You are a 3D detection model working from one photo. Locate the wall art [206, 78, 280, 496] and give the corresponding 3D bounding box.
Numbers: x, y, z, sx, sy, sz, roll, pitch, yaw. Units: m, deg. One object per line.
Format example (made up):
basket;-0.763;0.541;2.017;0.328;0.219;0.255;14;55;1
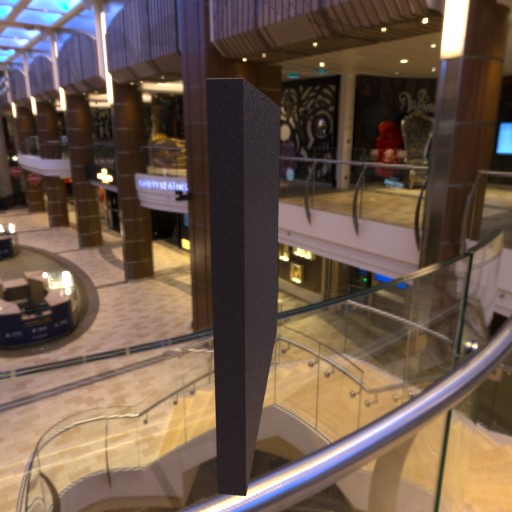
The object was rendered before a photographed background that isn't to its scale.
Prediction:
wall art;0.000;0.000;0.752;0.038;0.507;0.507;2;16;7
